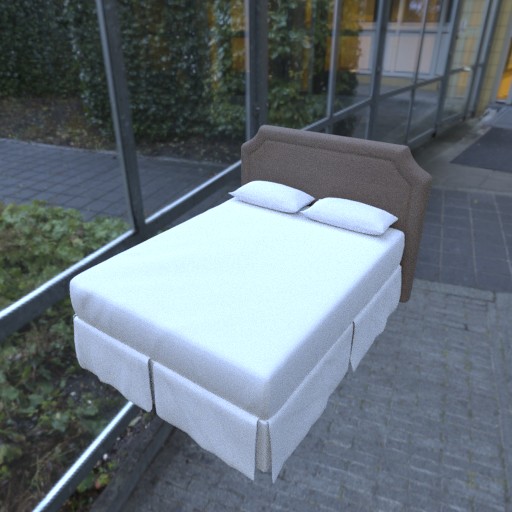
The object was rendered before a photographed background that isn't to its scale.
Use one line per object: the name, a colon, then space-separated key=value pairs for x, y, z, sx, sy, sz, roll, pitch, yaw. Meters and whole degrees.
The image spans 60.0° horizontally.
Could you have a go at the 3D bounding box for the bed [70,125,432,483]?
bed: x=0.000 y=0.000 z=3.092 sx=1.693 sy=1.290 sz=2.116 roll=18 pitch=34 yaw=30
